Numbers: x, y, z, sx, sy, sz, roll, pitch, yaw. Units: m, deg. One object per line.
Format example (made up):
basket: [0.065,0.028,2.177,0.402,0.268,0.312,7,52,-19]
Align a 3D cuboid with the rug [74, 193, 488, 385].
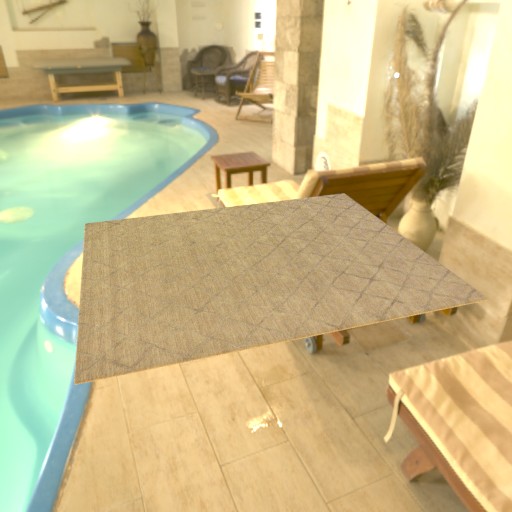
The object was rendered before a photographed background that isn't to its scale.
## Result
rug: [0.000,0.000,4.070,3.038,0.019,2.420,-8,30,-15]
